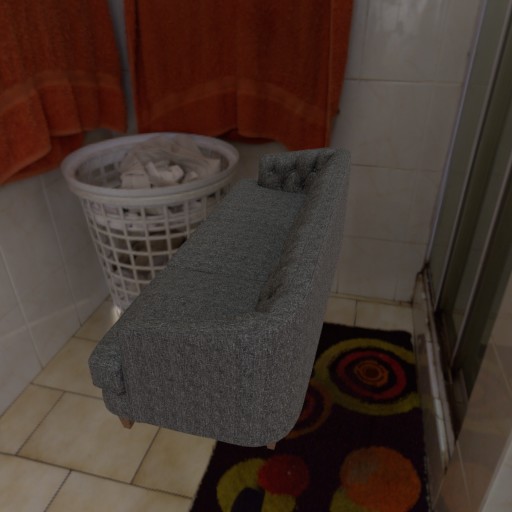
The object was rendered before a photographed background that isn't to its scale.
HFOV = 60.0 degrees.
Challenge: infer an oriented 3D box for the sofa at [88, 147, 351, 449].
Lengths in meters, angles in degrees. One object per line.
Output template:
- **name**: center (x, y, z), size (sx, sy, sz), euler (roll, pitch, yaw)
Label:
- **sofa**: center (0.000, 0.000, 2.754), size (0.941, 0.855, 2.278), euler (8, 32, 14)
